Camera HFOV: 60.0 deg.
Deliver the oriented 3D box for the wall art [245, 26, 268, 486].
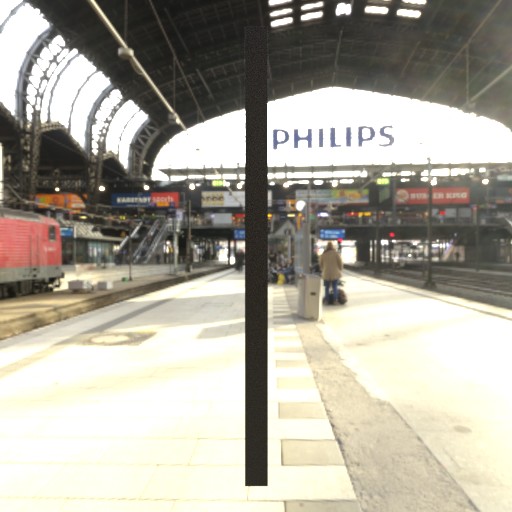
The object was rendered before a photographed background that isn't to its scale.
[{"bbox_3d":[0.000,0.000,0.765,0.028,0.557,0.457,0,0,0],"label":"wall art"}]
